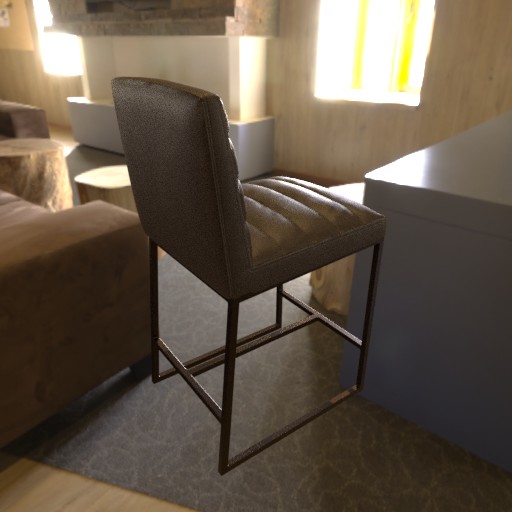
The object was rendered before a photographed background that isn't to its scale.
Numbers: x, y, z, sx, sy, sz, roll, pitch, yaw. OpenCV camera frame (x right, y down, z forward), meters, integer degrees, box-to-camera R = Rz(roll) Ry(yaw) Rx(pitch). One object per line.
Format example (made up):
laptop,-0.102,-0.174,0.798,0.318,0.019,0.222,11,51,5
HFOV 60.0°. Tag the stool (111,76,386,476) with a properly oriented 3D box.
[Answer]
stool,0.000,0.000,1.241,0.562,0.946,0.463,-18,31,-32
